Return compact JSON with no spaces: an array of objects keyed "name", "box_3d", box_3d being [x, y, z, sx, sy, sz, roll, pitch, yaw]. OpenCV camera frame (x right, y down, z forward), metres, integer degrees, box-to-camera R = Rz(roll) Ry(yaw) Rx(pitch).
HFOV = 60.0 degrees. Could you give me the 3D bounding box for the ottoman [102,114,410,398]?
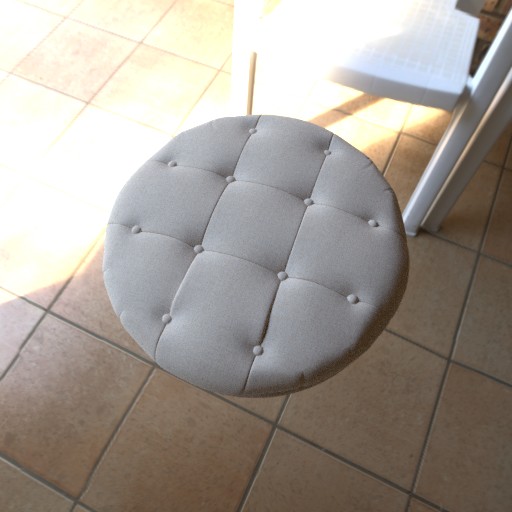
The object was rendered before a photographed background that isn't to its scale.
[{"name":"ottoman","box_3d":[0.000,0.000,1.487,0.940,0.483,0.940,0,64,0]}]
